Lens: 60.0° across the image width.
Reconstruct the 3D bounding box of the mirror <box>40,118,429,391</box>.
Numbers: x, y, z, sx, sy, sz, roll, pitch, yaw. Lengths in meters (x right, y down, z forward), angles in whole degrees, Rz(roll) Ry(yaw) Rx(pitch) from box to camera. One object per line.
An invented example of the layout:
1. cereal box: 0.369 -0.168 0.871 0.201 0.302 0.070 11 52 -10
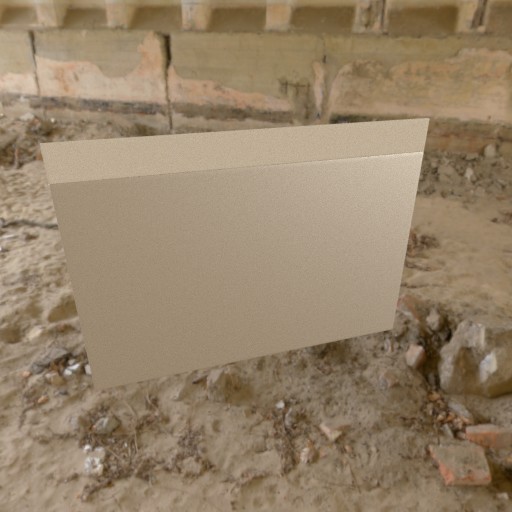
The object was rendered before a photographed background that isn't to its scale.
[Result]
1. mirror: 0.000 0.000 1.115 0.870 0.630 0.030 -8 29 -15
